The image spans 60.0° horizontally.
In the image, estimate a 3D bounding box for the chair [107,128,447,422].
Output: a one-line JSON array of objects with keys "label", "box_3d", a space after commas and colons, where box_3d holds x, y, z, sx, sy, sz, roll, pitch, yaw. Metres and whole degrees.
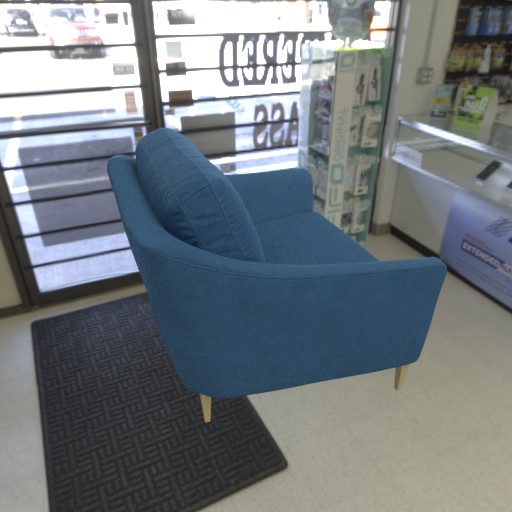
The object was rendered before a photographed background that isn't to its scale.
[{"label": "chair", "box_3d": [0.000, 0.000, 1.708, 0.961, 0.899, 0.987, -11, 32, -18]}]
